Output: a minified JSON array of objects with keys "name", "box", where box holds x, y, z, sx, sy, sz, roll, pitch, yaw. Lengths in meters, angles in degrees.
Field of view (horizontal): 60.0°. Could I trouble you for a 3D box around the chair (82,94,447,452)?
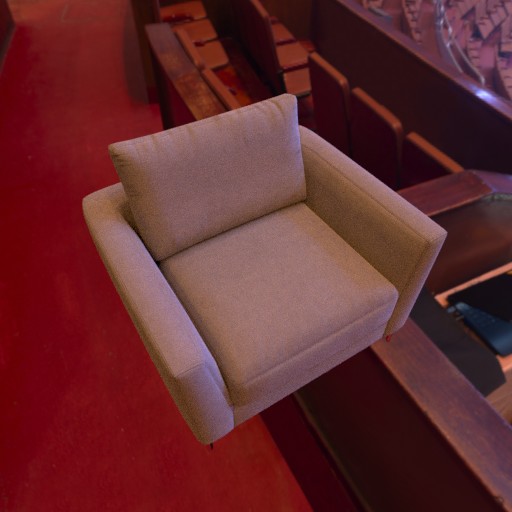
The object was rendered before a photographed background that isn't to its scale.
[{"name":"chair","box":[0.000,0.000,1.702,1.041,0.864,0.889,-24,51,-21]}]
